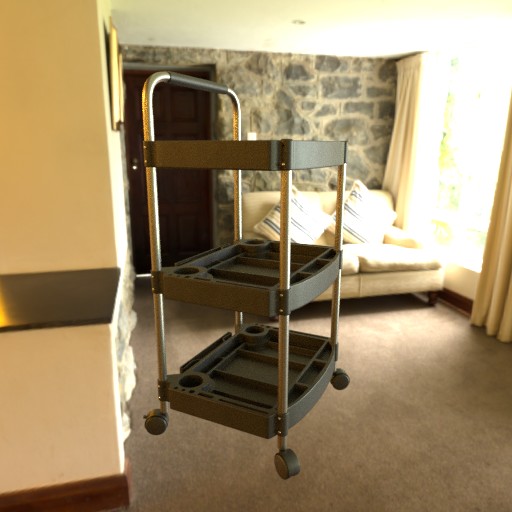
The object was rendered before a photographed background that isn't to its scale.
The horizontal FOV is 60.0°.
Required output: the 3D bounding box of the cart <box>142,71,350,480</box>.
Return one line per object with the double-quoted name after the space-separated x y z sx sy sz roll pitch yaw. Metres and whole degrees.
0.000 0.000 1.399 0.518 1.075 0.584 7 15 26 "cart"
